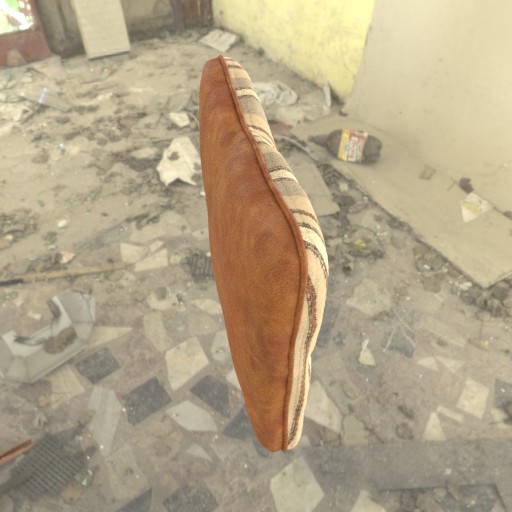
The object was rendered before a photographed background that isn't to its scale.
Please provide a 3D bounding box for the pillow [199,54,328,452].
[{"bbox_3d":[0.000,0.000,0.731,0.130,0.490,0.489,-9,46,-9],"label":"pillow"}]
